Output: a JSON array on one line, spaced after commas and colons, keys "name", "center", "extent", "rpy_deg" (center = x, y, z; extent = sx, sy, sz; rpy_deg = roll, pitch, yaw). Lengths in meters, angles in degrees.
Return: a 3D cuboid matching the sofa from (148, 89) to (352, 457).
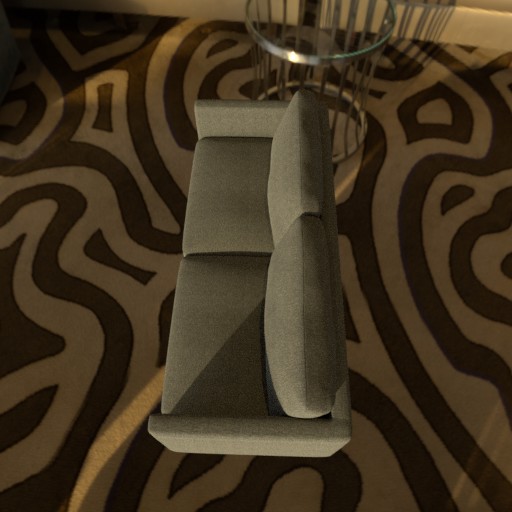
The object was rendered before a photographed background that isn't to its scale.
[{"name": "sofa", "center": [0.000, 0.000, 2.752], "extent": [0.948, 0.965, 2.208], "rpy_deg": [1, 60, 1]}]
